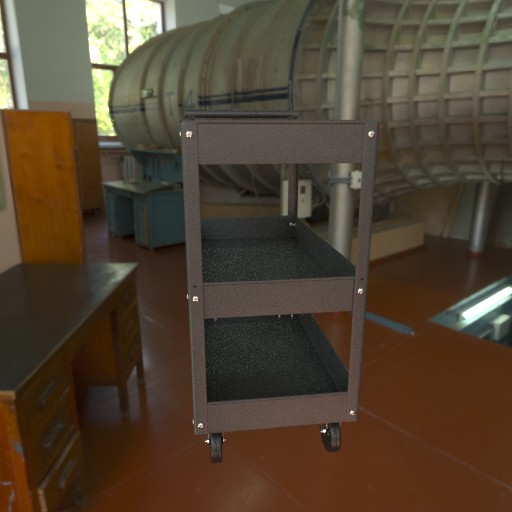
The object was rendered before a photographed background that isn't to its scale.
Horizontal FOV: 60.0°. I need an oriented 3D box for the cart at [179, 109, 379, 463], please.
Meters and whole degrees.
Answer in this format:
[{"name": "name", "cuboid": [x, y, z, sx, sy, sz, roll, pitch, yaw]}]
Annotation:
[{"name": "cart", "cuboid": [0.000, 0.000, 1.195, 0.366, 0.780, 0.719, -2, 16, -7]}]
